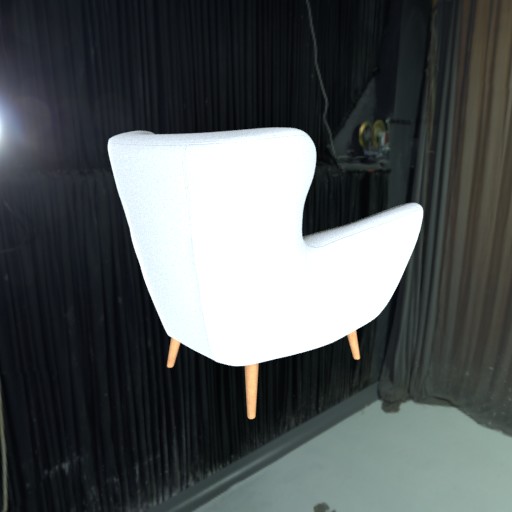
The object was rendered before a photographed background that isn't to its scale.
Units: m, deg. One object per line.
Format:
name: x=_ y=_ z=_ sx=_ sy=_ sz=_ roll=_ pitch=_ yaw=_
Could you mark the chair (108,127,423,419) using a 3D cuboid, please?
chair: x=0.000 y=0.000 z=1.631 sx=0.889 sy=0.889 sz=0.890 roll=-14 pitch=20 yaw=-43
